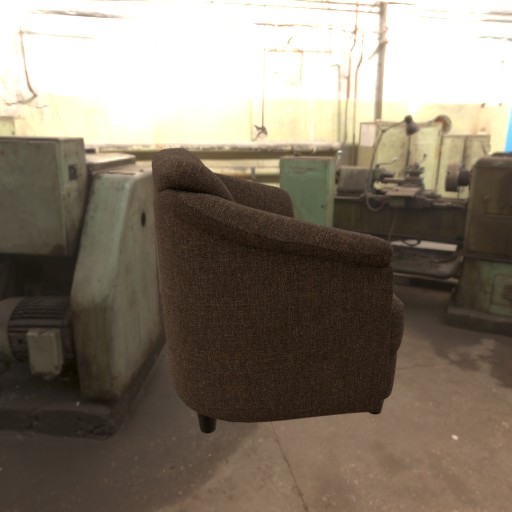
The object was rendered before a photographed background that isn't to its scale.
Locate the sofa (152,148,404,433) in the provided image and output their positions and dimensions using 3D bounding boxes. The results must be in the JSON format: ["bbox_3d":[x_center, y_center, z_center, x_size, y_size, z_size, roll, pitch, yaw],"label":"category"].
[{"bbox_3d":[0.000,0.000,1.910,0.799,0.895,1.404,-3,16,-10],"label":"sofa"}]
